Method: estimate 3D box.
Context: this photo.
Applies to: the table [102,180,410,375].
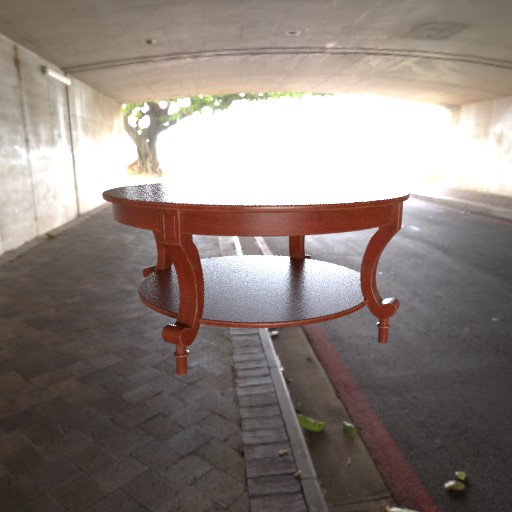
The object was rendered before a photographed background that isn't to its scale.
[{"bbox_3d":[0.000,0.000,1.613,1.029,0.486,1.029,0,13,0],"label":"table"}]
